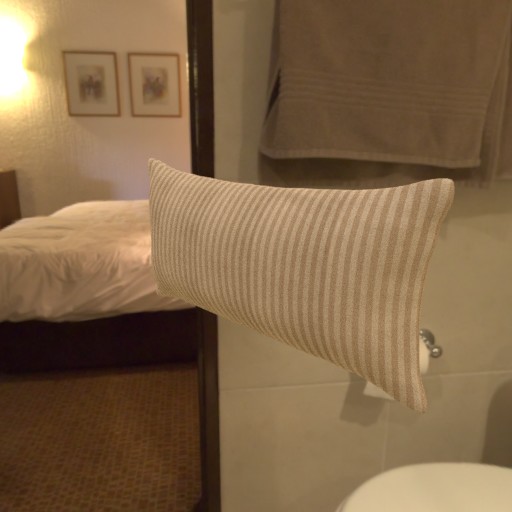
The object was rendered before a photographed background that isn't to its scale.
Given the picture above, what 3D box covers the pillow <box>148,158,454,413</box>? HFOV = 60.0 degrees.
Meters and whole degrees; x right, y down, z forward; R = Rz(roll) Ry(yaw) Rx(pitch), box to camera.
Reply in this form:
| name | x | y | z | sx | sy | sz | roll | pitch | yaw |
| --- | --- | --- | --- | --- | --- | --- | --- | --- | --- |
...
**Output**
| name | x | y | z | sx | sy | sz | roll | pitch | yaw |
| --- | --- | --- | --- | --- | --- | --- | --- | --- | --- |
| pillow | 0.000 | 0.000 | 0.732 | 0.151 | 0.295 | 0.617 | -15 | 21 | -43 |
